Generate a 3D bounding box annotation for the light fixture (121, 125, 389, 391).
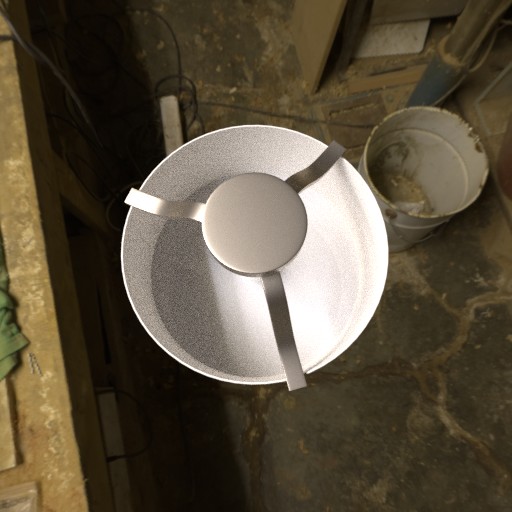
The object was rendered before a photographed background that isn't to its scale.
[{"bbox_3d":[0.000,0.000,0.669,0.395,0.304,0.395,0,77,0],"label":"light fixture"}]
